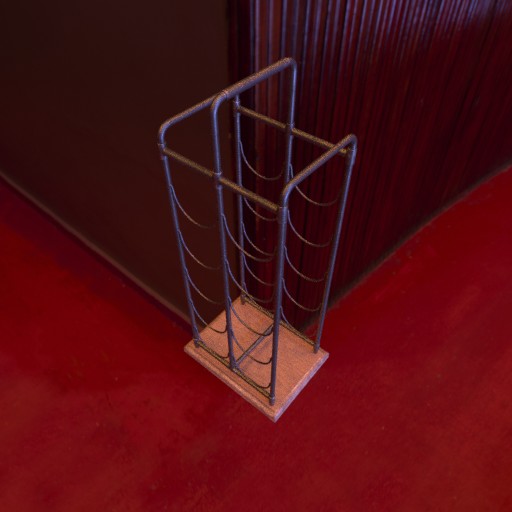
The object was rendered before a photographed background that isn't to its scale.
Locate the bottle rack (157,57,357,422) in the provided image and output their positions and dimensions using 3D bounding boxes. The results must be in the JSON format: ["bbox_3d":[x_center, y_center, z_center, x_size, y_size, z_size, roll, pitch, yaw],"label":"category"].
[{"bbox_3d":[0.000,0.000,0.816,0.276,0.680,0.208,31,54,26],"label":"bottle rack"}]
